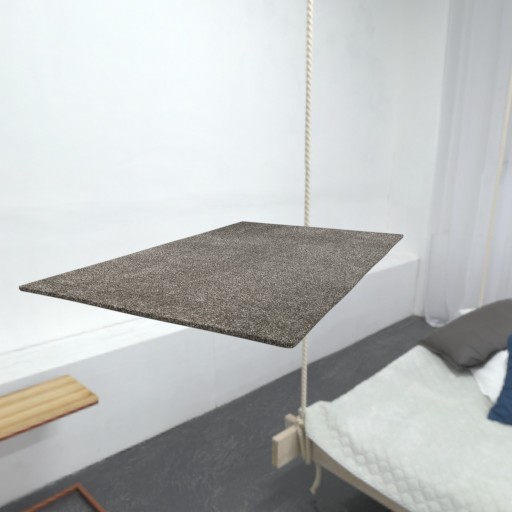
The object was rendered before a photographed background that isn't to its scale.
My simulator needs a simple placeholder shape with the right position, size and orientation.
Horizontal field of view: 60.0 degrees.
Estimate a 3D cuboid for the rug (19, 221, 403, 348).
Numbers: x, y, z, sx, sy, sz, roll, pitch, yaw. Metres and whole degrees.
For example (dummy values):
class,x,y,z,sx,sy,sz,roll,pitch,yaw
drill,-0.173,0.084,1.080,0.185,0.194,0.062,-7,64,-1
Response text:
class,x,y,z,sx,sy,sz,roll,pitch,yaw
rug,0.000,0.000,2.925,1.501,0.025,2.352,7,15,26
